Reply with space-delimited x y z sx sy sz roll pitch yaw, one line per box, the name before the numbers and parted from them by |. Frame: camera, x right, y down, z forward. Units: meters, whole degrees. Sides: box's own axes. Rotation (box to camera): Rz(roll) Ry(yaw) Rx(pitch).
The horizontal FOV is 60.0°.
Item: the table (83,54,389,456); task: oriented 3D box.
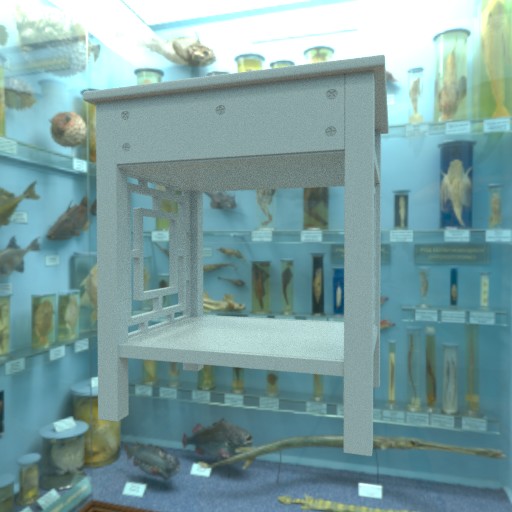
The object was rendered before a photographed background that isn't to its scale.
table | 0.000 0.000 0.999 0.564 0.646 0.451 0 1 17
